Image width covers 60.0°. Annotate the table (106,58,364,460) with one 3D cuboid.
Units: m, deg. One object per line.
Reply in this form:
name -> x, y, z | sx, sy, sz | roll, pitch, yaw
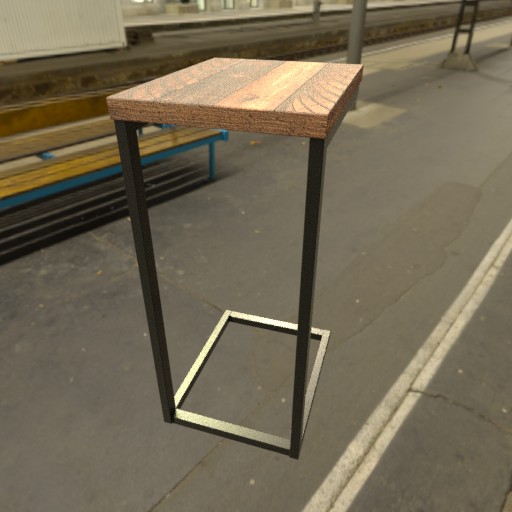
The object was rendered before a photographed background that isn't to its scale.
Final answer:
table -> 0.000, 0.000, 0.950 | 0.323, 0.718, 0.414 | 10, 33, 15
